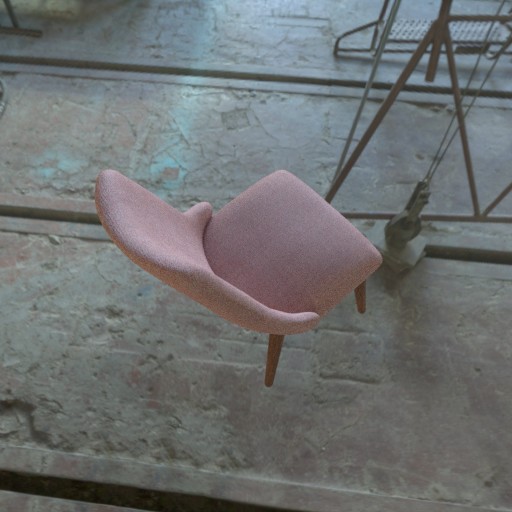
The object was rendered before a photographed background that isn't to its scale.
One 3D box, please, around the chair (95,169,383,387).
[{"bbox_3d":[0.000,0.000,1.331,0.707,0.918,0.535,-35,65,-19],"label":"chair"}]
